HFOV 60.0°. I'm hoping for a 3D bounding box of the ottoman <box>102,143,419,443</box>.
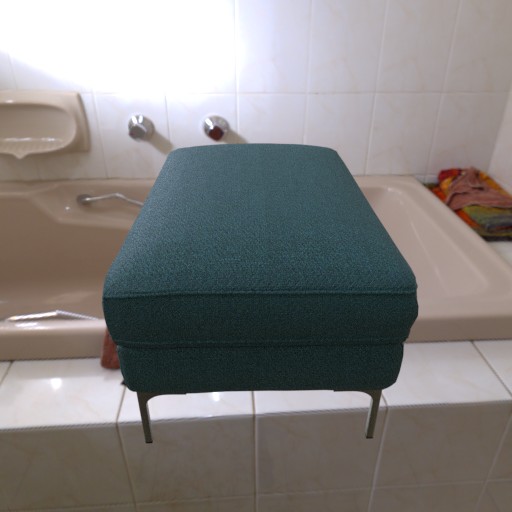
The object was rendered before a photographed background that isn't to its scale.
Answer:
[{"bbox_3d":[0.000,0.000,1.191,0.563,0.498,0.856,-1,29,-1],"label":"ottoman"}]
